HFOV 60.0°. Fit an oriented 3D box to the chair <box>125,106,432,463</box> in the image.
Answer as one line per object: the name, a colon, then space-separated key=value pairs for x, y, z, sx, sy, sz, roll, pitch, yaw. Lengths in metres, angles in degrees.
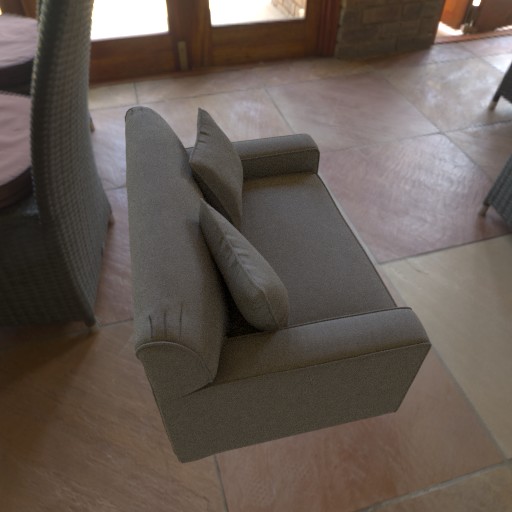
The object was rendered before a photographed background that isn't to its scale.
chair: x=0.000 y=0.000 z=2.009 sx=0.992 sy=0.953 sz=1.395 roll=-9 pitch=47 yaw=-9
